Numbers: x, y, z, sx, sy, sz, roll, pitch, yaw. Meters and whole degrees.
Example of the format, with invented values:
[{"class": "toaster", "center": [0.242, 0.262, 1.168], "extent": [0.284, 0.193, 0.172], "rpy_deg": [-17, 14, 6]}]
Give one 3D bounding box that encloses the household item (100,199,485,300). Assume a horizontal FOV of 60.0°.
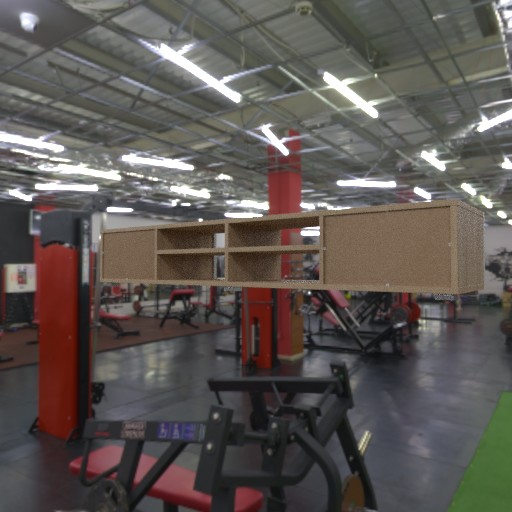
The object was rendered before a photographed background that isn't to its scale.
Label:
[{"class": "household item", "center": [0.000, 0.000, 2.065], "extent": [1.850, 0.310, 0.420], "rpy_deg": [-1, -2, 37]}]
